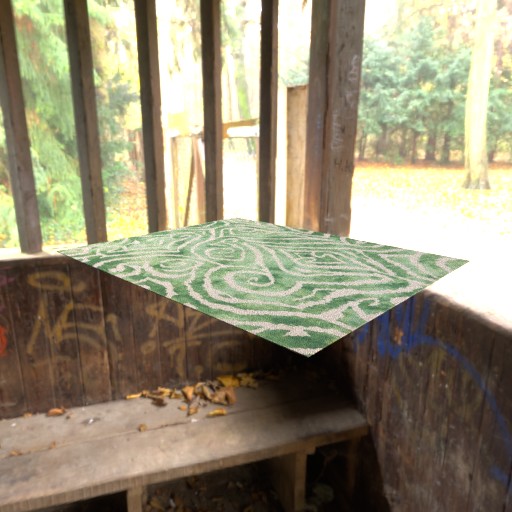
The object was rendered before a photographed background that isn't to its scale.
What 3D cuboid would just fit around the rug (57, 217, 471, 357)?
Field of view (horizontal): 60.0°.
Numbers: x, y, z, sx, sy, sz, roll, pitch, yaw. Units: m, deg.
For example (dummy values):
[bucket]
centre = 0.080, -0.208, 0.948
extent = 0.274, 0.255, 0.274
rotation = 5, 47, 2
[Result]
[rug]
centre = 0.000, 0.000, 4.159
extent = 3.045, 0.007, 2.436
rotation = 14, 21, 41
